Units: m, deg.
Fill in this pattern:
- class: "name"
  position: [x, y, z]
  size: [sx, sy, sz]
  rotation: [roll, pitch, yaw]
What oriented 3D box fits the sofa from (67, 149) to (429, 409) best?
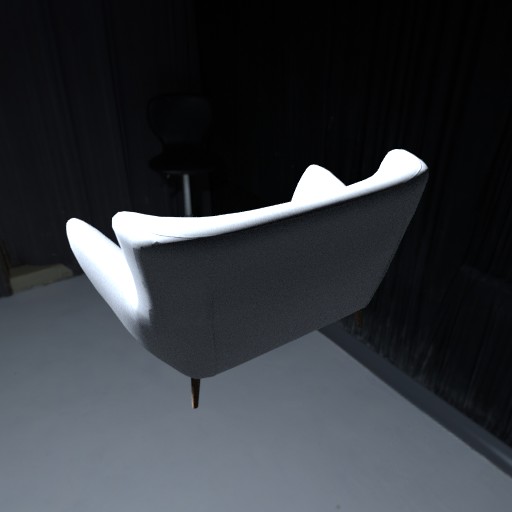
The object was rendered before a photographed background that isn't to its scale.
- class: "sofa"
  position: [0.000, 0.000, 2.018]
  size: [1.424, 0.878, 0.921]
  rotation: [-18, 34, -29]
